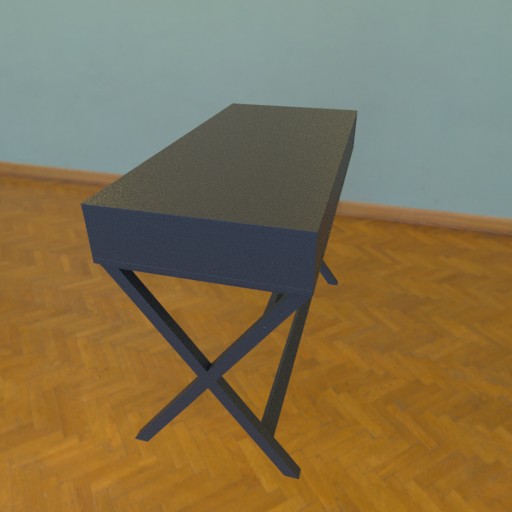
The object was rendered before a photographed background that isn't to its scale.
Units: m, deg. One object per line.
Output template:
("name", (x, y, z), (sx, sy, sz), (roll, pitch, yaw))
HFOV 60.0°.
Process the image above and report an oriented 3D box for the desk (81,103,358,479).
("desk", (0.000, 0.000, 1.521), (0.525, 0.780, 1.057), (8, 31, 13))
